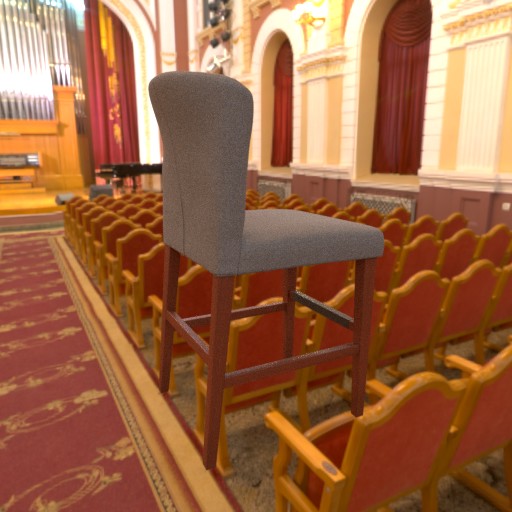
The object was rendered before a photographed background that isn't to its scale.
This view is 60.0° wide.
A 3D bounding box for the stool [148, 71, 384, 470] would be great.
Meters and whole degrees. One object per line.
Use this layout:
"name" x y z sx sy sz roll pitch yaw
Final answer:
"stool" 0.000 0.000 1.314 0.568 0.968 0.481 -7 15 -27
